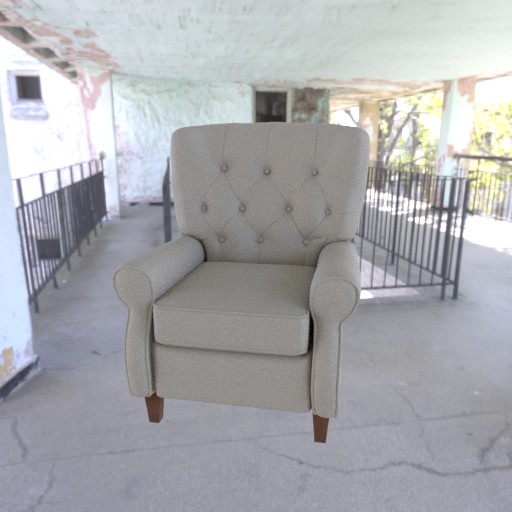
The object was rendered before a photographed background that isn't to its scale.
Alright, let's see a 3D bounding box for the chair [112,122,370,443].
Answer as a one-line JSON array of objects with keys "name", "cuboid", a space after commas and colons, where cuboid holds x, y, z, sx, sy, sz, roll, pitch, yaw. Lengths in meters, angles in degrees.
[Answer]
[{"name": "chair", "cuboid": [0.000, 0.000, 1.940, 0.943, 1.158, 1.059, 3, 15, 11]}]
